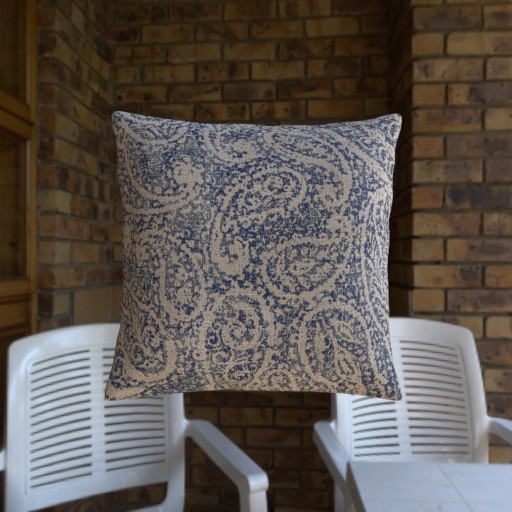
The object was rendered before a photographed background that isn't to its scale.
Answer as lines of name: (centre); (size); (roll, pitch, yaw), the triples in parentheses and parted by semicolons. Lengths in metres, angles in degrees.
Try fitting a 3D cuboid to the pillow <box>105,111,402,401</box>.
pillow: (0.000, 0.000, 0.782); (0.523, 0.510, 0.166); (0, 0, -2)
